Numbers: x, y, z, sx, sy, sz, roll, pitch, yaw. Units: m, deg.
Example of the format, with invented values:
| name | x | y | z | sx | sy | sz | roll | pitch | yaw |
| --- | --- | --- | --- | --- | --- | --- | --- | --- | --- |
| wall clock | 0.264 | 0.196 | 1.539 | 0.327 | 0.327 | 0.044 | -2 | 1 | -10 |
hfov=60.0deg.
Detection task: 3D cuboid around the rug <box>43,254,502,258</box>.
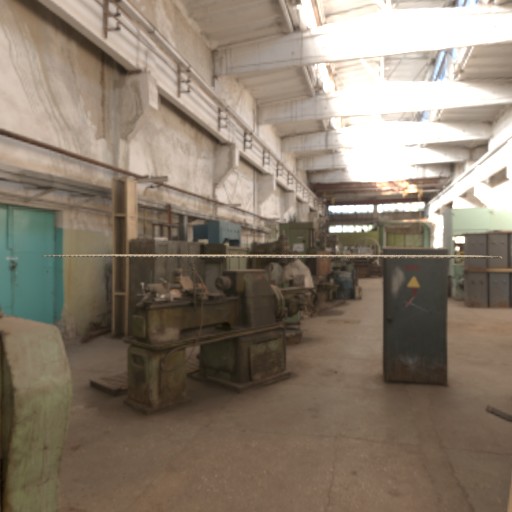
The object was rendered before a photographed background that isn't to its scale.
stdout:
| name | x | y | z | sx | sy | sz | roll | pitch | yaw |
| --- | --- | --- | --- | --- | --- | --- | --- | --- | --- |
| rug | 0.000 | 0.000 | 2.437 | 2.286 | 0.008 | 0.686 | 0 | 1 | 17 |
